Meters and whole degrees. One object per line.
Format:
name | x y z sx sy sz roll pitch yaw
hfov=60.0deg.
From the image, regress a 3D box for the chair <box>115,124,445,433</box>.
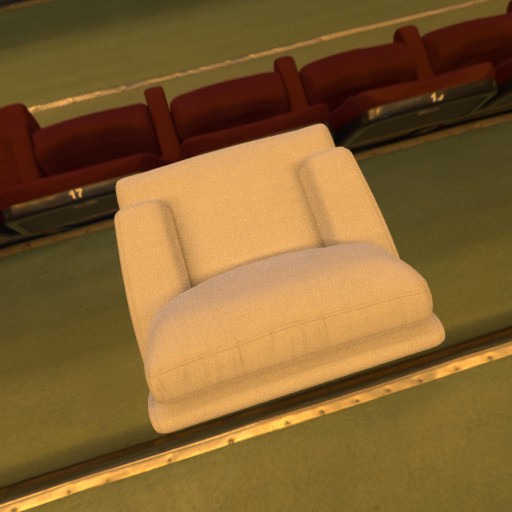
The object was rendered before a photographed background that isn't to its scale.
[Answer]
chair | 0.000 0.000 1.954 1.140 0.930 1.158 -17 75 -4
